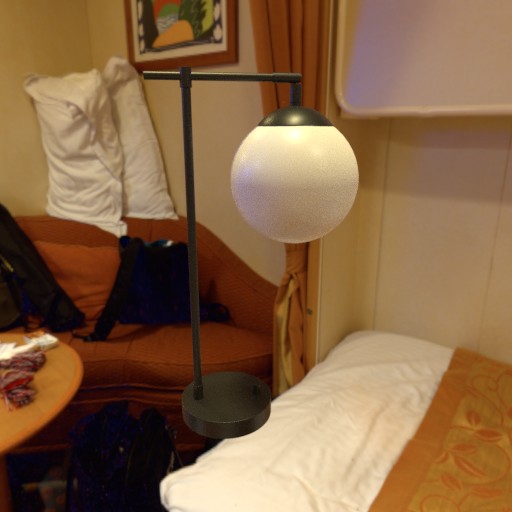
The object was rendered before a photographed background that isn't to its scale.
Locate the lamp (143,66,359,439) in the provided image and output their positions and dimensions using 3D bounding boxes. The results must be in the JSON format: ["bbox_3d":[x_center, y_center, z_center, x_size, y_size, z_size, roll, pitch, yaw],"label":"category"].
[{"bbox_3d":[0.000,0.000,0.713,0.316,0.559,0.197,-3,16,-9],"label":"lamp"}]
